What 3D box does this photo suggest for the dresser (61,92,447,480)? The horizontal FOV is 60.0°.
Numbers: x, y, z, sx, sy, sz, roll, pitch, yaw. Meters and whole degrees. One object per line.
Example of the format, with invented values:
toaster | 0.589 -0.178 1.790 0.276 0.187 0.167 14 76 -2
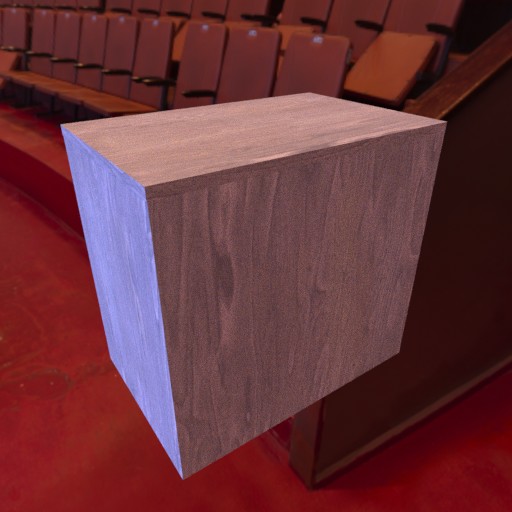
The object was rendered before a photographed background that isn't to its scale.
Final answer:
dresser | 0.000 0.000 1.295 0.809 0.762 0.529 -19 35 -30
